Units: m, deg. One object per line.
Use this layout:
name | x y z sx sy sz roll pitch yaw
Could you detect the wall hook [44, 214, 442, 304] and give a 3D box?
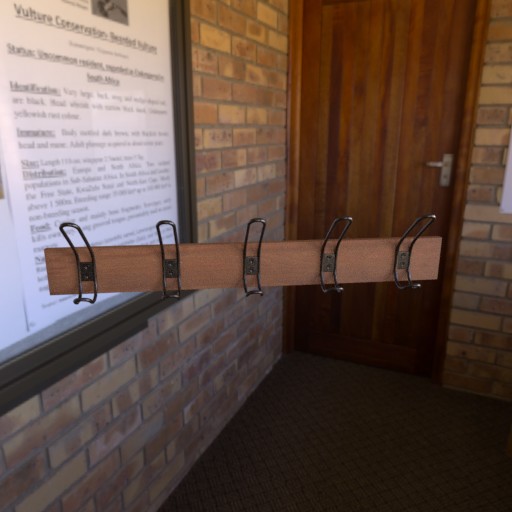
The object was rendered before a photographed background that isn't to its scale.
wall hook | 0.000 0.000 0.590 0.554 0.116 0.076 -2 16 -7
